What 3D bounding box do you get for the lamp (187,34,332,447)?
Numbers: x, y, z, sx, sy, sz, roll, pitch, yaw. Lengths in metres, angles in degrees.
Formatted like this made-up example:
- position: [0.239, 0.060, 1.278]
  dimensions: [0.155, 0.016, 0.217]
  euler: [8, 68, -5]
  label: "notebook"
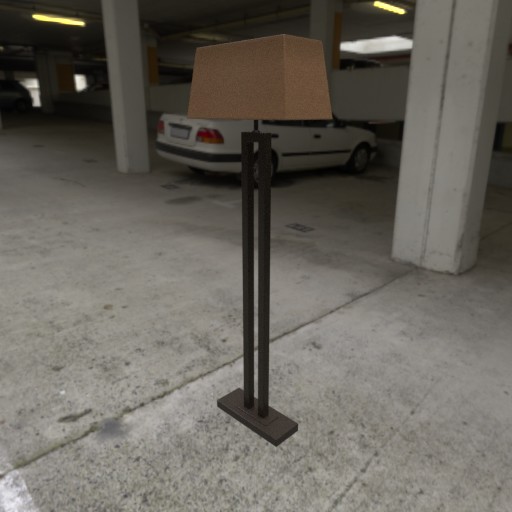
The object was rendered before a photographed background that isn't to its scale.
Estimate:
- position: [0.000, 0.000, 1.683]
  dimensions: [0.475, 1.469, 0.233]
  euler: [17, 25, 42]
  label: "lamp"
